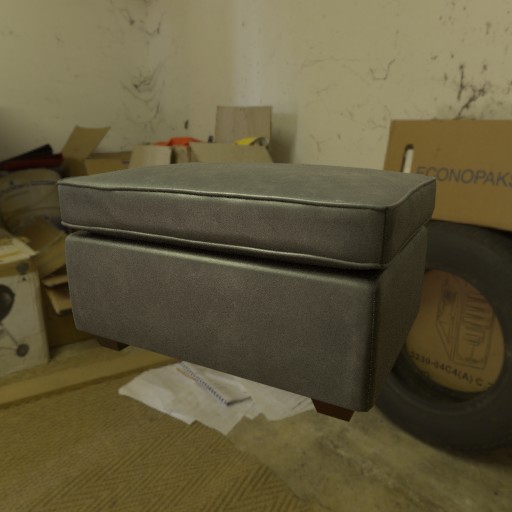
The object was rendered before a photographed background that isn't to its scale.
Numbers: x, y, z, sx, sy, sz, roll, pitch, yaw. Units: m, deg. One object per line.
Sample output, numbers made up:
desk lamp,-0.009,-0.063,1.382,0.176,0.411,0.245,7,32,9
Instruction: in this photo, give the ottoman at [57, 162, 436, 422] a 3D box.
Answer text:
ottoman,0.000,0.000,1.099,0.756,0.445,0.554,8,18,27
